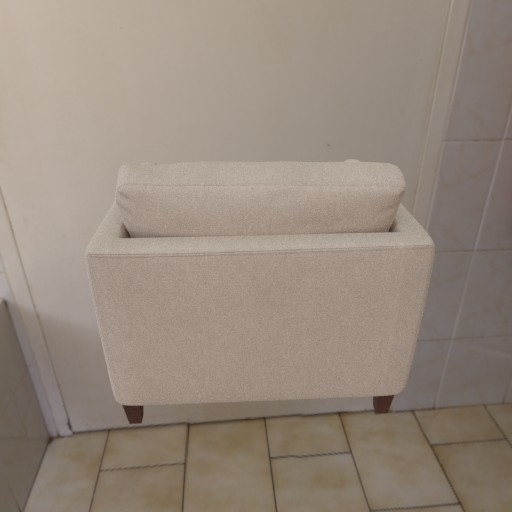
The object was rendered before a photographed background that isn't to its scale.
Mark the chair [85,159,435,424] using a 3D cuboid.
[{"bbox_3d":[0.000,0.000,1.873,1.107,0.961,0.959,-1,28,-3],"label":"chair"}]
